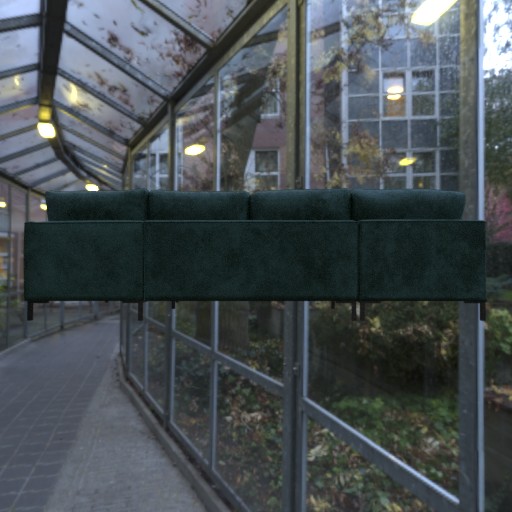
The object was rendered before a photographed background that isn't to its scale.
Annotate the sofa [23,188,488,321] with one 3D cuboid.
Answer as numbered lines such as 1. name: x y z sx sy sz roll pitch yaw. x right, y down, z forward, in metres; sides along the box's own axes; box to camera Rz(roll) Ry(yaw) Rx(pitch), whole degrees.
1. sofa: 0.000 0.000 3.755 2.994 0.861 1.992 0 -1 0
